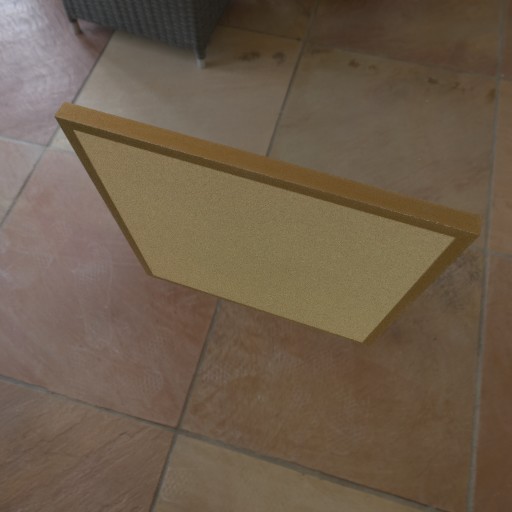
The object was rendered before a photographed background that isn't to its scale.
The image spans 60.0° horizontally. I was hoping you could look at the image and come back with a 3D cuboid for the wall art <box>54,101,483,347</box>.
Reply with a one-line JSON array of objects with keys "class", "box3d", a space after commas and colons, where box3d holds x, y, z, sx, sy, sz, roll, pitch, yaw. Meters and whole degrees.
[{"class": "wall art", "box3d": [0.000, 0.000, 1.105, 0.762, 0.760, 0.037, 17, 66, 8]}]
